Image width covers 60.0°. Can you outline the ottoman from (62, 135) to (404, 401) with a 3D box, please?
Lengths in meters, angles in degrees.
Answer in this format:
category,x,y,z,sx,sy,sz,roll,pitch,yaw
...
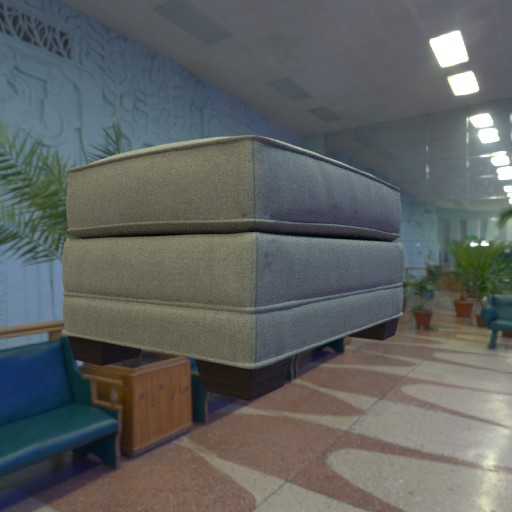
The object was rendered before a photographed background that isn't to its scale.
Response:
category,x,y,z,sx,sy,sz,roll,pitch,yaw
ottoman,0.000,0.000,1.248,0.611,0.508,0.848,0,0,35
